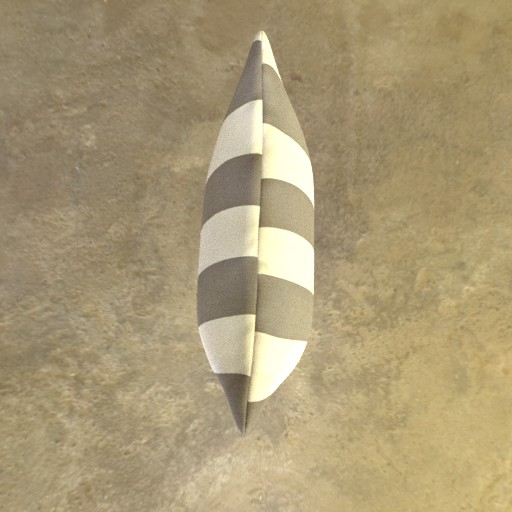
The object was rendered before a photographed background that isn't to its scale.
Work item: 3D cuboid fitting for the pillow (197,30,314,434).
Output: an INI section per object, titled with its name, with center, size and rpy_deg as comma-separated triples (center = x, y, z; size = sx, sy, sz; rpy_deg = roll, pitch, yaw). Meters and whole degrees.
[pillow]
center = 0.000, 0.000, 0.786
size = 0.192, 0.507, 0.522
rpy_deg = 2, 76, 1
